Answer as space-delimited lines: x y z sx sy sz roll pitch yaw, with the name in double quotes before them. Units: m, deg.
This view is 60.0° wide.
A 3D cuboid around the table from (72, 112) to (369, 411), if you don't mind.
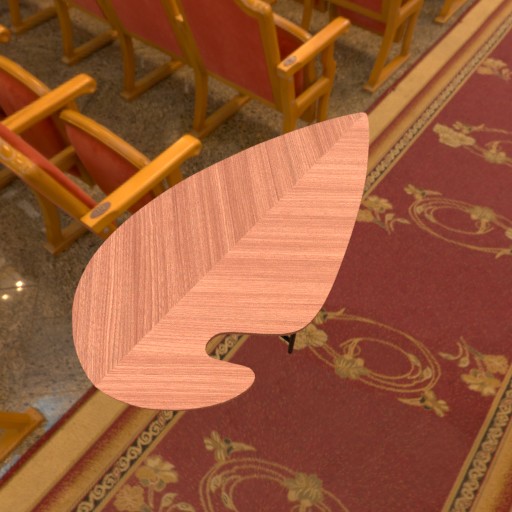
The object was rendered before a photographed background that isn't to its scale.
"table" 0.000 0.000 1.432 0.598 0.360 1.199 34 64 19
